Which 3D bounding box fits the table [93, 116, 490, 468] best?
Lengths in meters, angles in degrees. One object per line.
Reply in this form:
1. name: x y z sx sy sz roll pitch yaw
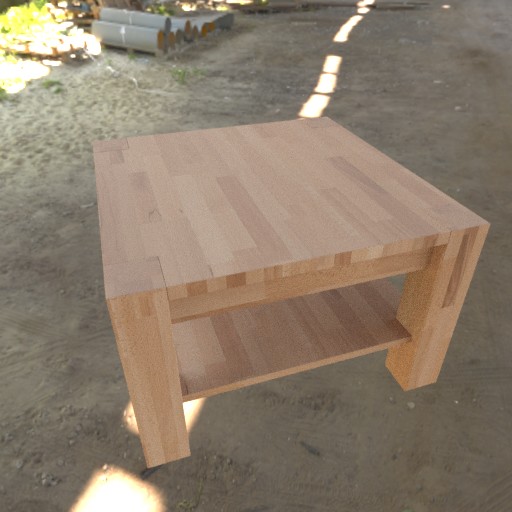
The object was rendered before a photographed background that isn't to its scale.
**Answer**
1. table: 0.000 0.000 1.145 0.700 0.451 0.700 -11 36 -15
